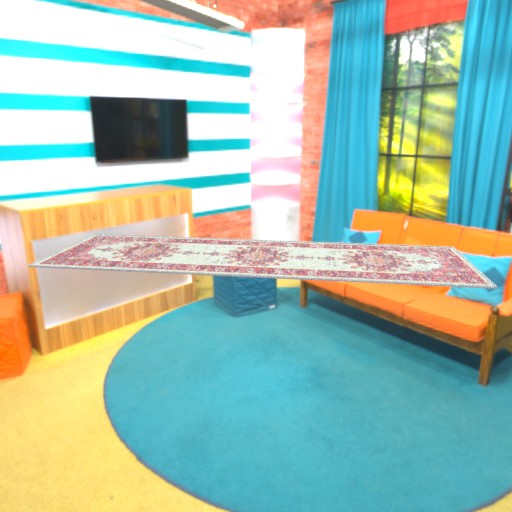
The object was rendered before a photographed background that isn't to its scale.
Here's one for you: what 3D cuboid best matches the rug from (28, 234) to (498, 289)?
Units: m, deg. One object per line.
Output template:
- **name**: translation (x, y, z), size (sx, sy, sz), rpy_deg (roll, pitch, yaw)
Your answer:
- **rug**: translation (0.000, 0.000, 1.966), size (1.824, 0.009, 0.562), rpy_deg (2, 16, 8)
